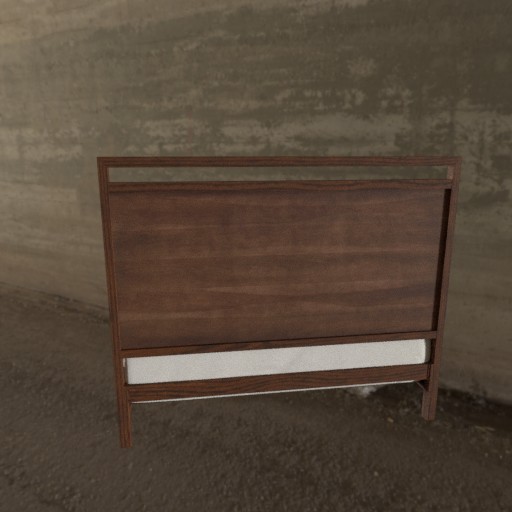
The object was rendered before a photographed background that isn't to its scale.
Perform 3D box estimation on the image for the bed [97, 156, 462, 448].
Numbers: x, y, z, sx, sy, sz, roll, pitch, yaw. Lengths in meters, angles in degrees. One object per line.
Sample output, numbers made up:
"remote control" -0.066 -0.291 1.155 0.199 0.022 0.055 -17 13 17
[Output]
"bed" 0.000 0.000 3.333 1.765 1.487 2.218 -2 13 -8
